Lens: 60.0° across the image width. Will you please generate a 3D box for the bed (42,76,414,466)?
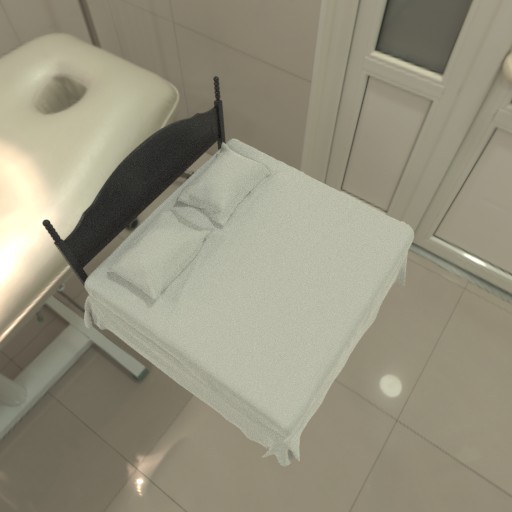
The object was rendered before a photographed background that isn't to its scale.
[{"bbox_3d":[0.000,0.000,3.616,2.219,1.355,2.322,31,63,18],"label":"bed"}]
